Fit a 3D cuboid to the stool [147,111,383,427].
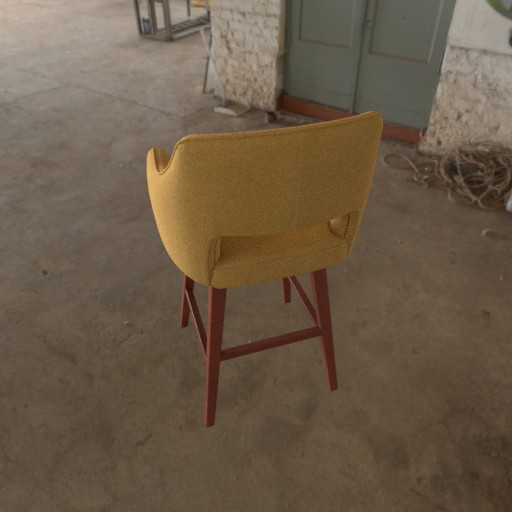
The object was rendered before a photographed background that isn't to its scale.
[{"bbox_3d":[0.000,0.000,1.335,0.548,1.012,0.558,-12,41,-14],"label":"stool"}]
